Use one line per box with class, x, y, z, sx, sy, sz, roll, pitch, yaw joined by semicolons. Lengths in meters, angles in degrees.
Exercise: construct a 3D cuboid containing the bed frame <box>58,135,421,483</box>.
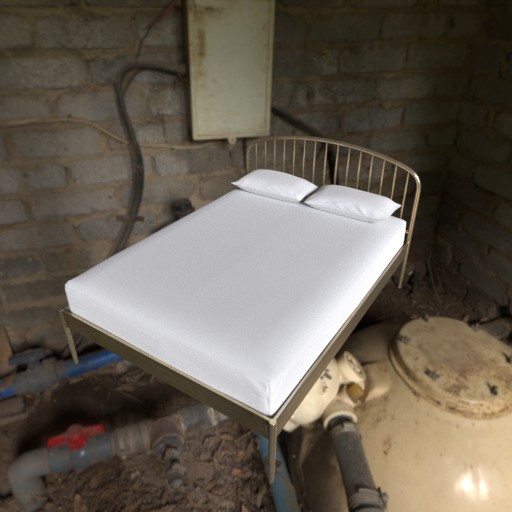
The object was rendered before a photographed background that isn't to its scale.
bed frame;0.000;0.000;3.150;1.612;1.175;2.152;18;35;28
